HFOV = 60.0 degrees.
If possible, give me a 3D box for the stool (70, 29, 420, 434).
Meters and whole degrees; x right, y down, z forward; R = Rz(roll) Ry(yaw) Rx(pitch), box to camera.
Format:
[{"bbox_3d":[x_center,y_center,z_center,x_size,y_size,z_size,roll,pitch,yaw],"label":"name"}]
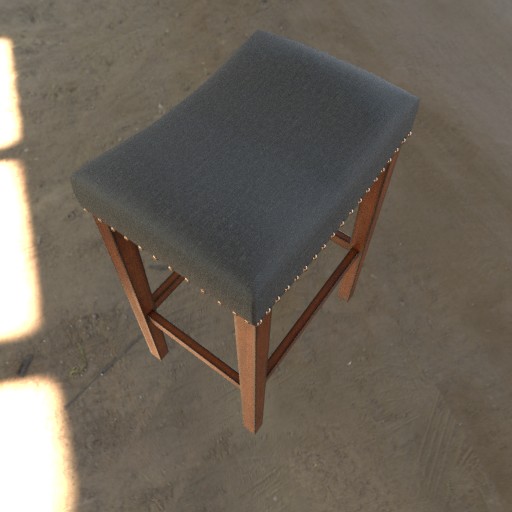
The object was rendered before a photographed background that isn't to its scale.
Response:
[{"bbox_3d":[0.000,0.000,0.991,0.366,0.748,0.502,32,63,18],"label":"stool"}]
